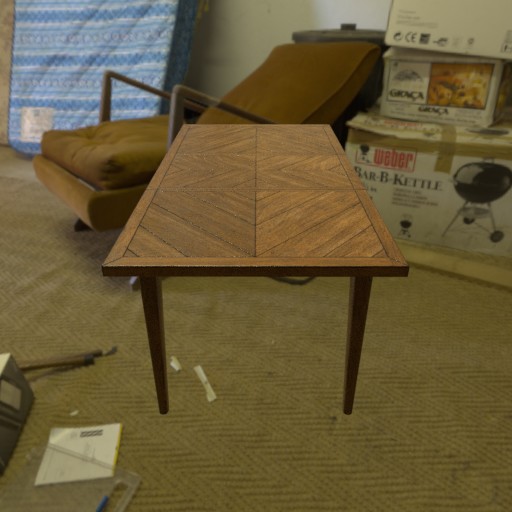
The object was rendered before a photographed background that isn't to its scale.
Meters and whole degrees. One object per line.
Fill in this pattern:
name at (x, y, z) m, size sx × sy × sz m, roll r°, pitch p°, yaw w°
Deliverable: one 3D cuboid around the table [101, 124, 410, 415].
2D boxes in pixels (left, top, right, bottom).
table at (0.000, 0.000, 1.883) m, size 0.757 × 0.760 × 1.400 m, roll 0°, pitch 30°, yaw 0°
